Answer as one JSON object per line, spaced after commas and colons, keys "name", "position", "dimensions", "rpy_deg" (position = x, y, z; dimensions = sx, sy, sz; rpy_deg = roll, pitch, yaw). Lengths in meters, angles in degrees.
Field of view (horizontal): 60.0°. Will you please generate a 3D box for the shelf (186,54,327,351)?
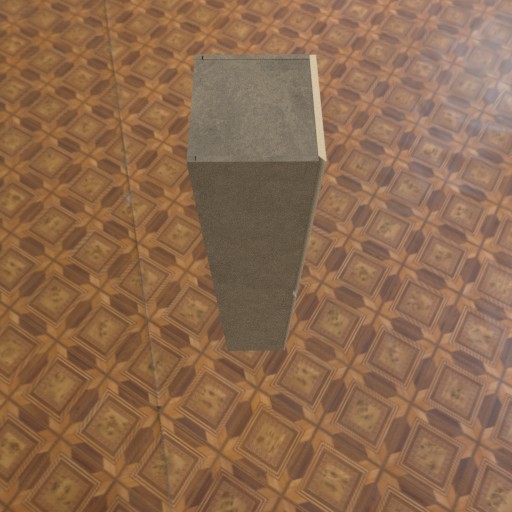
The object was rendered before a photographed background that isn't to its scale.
{"name": "shelf", "position": [0.000, 0.000, 1.546], "dimensions": [0.270, 1.400, 0.300], "rpy_deg": [0, 63, 0]}
